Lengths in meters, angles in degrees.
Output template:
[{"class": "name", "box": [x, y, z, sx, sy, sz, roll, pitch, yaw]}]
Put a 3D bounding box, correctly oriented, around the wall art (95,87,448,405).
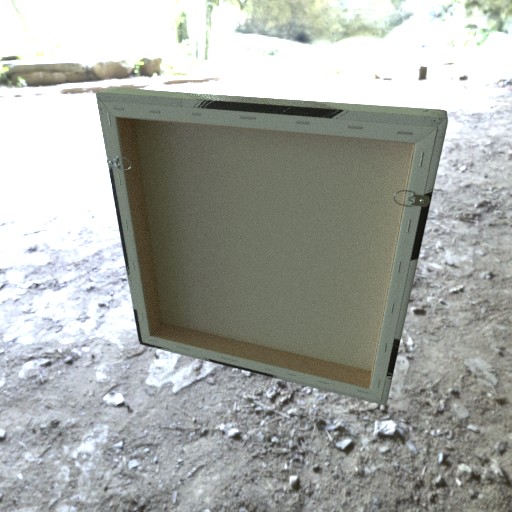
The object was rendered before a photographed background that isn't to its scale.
[{"class": "wall art", "box": [0.000, 0.000, 0.751, 0.507, 0.508, 0.050, 10, 32, 16]}]
